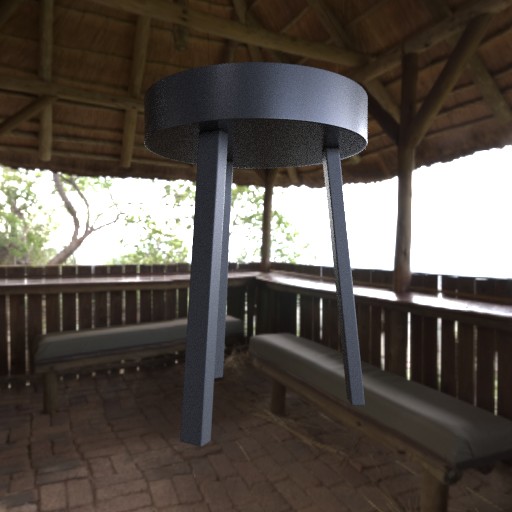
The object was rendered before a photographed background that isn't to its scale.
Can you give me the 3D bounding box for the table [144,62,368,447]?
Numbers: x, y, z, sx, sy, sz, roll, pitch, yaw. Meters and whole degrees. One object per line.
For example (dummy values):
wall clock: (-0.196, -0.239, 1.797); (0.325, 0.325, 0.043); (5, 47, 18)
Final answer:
table: (0.000, 0.000, 0.838); (0.406, 0.559, 0.406); (0, 1, 0)
